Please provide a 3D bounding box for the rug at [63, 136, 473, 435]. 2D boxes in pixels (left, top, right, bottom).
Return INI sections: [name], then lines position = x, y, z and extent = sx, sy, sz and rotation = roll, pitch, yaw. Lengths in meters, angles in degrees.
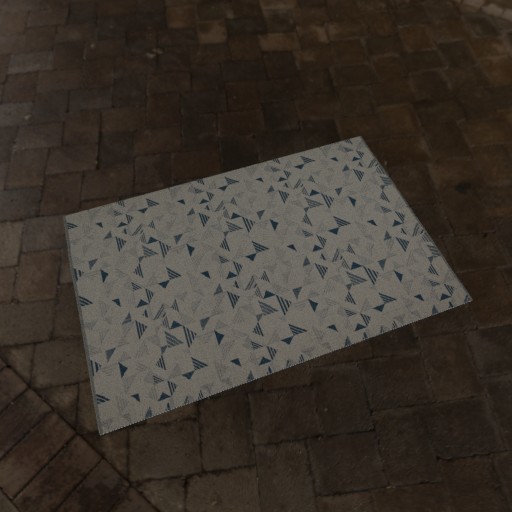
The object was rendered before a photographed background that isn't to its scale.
[rug]
position = 0.000, 0.000, 2.307
extent = 1.835, 0.003, 1.206
rotation = -17, 60, -10
